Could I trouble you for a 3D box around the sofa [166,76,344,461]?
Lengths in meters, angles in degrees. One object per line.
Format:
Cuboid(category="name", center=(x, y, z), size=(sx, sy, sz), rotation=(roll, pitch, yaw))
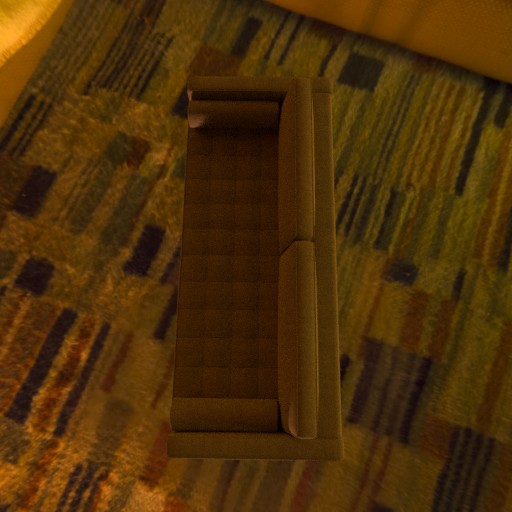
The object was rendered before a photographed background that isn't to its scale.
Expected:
Cuboid(category="sofa", center=(0.000, 0.000, 2.642), size=(0.919, 0.770, 2.200), rotation=(1, 76, 0))
